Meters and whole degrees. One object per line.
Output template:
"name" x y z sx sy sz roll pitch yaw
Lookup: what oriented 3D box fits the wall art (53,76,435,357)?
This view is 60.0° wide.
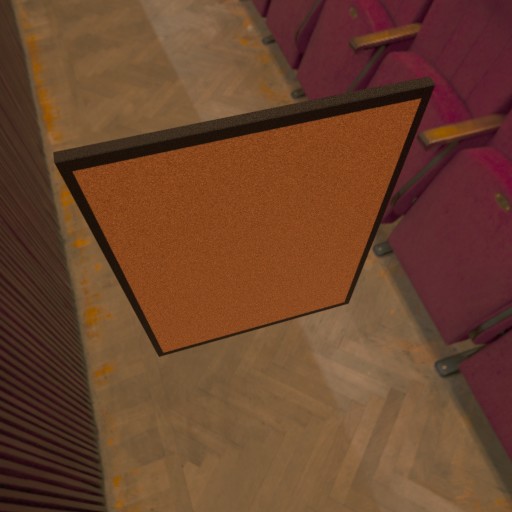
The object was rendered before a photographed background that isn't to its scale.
"wall art" 0.000 0.000 1.305 0.774 1.027 0.030 -14 59 -9
